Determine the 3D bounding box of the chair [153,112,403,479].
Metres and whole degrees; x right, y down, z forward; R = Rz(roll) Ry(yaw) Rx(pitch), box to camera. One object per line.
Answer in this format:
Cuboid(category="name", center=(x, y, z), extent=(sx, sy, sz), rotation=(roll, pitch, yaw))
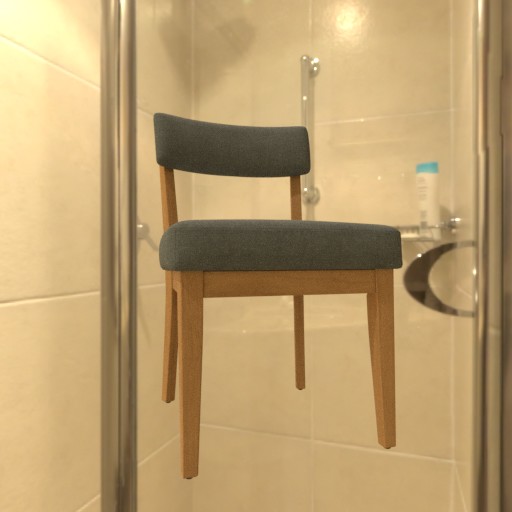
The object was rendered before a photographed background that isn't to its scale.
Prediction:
Cuboid(category="chair", center=(0.000, 0.000, 1.144), extent=(0.508, 0.832, 0.572), rotation=(0, 0, -18))
